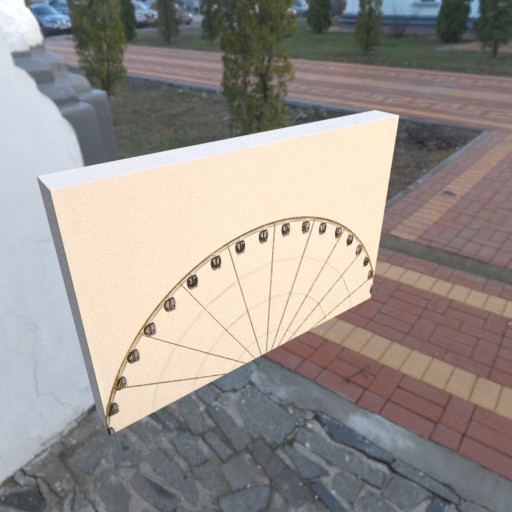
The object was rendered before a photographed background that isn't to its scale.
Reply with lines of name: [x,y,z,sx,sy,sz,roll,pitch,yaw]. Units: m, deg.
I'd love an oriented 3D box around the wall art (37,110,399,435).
wall art: [0.000,0.000,0.481,0.384,0.254,0.039,-20,36,-31]
